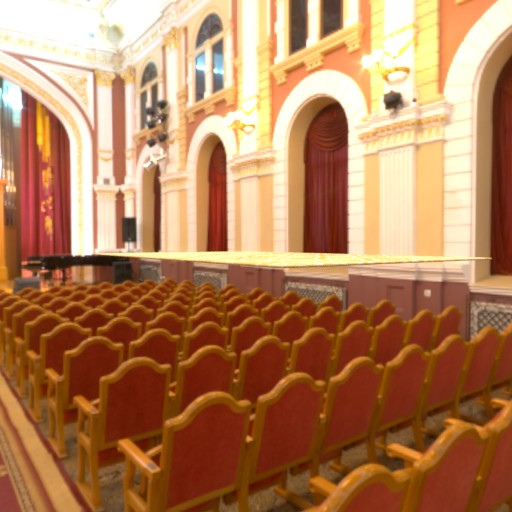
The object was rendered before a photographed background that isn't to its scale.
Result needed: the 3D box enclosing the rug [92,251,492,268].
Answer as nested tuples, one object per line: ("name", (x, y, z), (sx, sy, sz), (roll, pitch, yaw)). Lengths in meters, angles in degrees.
("rug", (0.000, 0.000, 3.016), (1.511, 0.010, 2.424), (-1, 2, -36))
